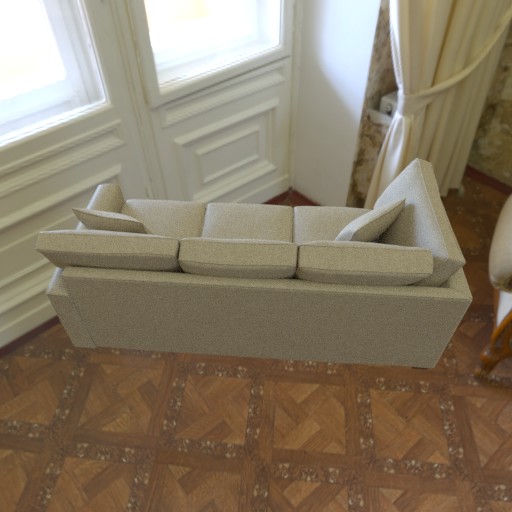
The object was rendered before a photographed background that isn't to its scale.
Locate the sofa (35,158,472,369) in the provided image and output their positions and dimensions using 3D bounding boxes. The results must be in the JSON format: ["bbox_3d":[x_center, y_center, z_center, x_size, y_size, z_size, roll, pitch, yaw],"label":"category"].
[{"bbox_3d":[0.000,0.000,2.890,2.323,0.948,1.053,3,46,3],"label":"sofa"}]
